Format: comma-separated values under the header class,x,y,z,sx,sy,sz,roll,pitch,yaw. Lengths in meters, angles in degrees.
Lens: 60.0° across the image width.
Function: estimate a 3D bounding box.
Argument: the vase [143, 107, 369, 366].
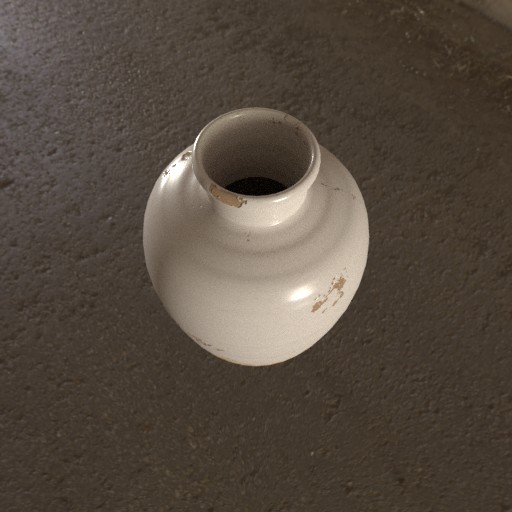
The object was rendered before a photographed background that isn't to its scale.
class,x,y,z,sx,sy,sz,roll,pitch,yaw
vase,0.000,0.000,0.340,0.158,0.228,0.158,0,60,0
